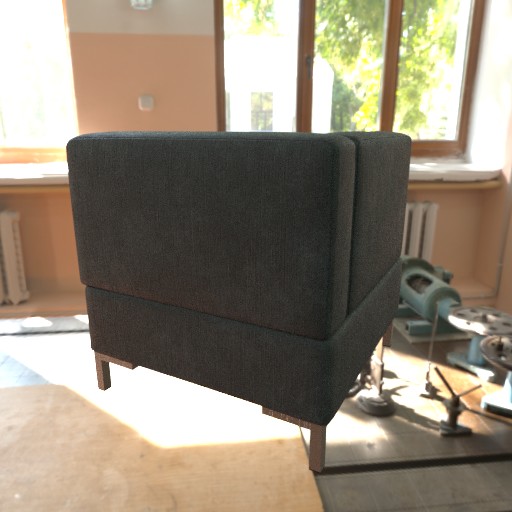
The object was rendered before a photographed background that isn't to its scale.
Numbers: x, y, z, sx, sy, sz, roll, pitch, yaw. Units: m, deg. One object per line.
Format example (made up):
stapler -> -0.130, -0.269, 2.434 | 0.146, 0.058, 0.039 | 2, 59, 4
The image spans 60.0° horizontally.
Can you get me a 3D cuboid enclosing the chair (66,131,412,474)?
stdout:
chair -> 0.000, 0.000, 1.215 | 0.680, 0.660, 0.680 | 9, 18, 28
